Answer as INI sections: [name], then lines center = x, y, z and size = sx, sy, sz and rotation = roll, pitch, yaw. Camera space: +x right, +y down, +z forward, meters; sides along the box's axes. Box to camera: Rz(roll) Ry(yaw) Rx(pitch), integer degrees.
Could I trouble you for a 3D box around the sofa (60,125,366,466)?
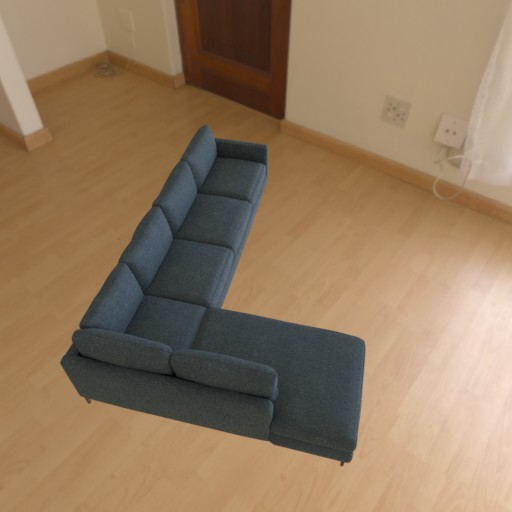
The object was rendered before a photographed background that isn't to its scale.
[sofa]
center = 0.000, 0.000, 3.886
size = 2.007, 0.815, 2.949
rotation = 10, 47, 9
